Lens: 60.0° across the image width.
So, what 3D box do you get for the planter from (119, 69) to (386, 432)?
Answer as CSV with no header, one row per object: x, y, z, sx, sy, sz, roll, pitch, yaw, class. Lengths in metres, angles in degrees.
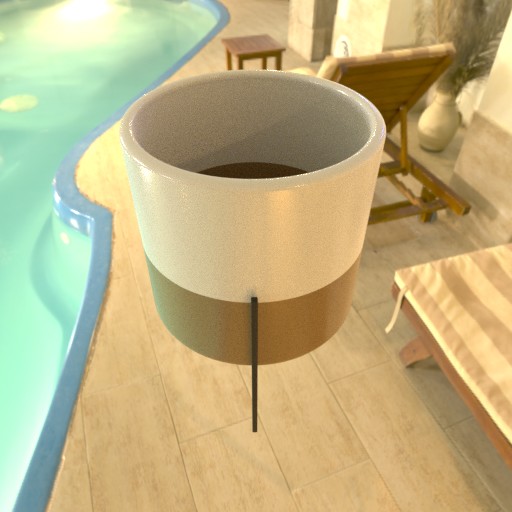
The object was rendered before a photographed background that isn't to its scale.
0.000,0.000,0.648,0.310,0.432,0.310,-11,43,-11,planter
